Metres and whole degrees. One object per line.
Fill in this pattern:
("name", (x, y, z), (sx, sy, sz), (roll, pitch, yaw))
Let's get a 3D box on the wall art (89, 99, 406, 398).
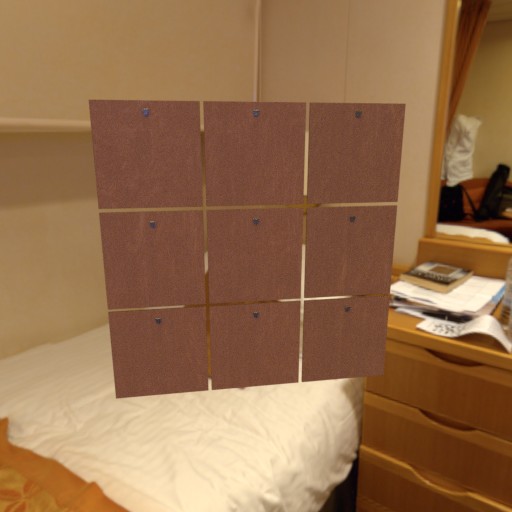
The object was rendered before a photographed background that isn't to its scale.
("wall art", (0.000, 0.000, 2.308), (1.526, 1.522, 0.023), (-2, 15, -9))
